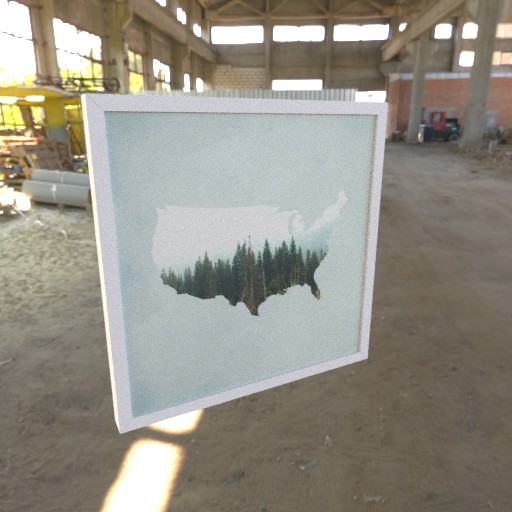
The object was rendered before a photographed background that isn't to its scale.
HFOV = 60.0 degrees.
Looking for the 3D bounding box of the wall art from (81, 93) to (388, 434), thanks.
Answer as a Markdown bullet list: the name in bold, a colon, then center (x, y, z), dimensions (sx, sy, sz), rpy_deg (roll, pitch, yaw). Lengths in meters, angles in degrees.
- **wall art**: center (0.000, 0.000, 0.456), dimensions (0.304, 0.304, 0.024), rpy_deg (-9, 19, -27)
